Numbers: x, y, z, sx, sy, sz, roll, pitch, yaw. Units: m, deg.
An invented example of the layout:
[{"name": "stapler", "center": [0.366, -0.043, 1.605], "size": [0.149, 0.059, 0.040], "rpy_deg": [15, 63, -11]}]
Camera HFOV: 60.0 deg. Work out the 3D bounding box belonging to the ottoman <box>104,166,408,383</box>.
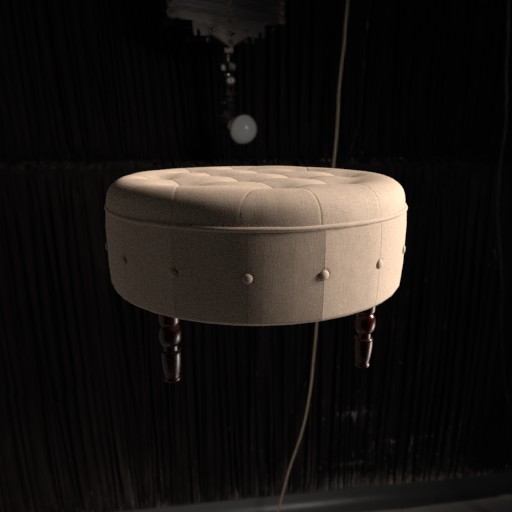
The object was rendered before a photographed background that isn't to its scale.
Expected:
[{"name": "ottoman", "center": [0.000, 0.000, 1.347], "size": [0.848, 0.494, 0.848], "rpy_deg": [0, 15, 0]}]
